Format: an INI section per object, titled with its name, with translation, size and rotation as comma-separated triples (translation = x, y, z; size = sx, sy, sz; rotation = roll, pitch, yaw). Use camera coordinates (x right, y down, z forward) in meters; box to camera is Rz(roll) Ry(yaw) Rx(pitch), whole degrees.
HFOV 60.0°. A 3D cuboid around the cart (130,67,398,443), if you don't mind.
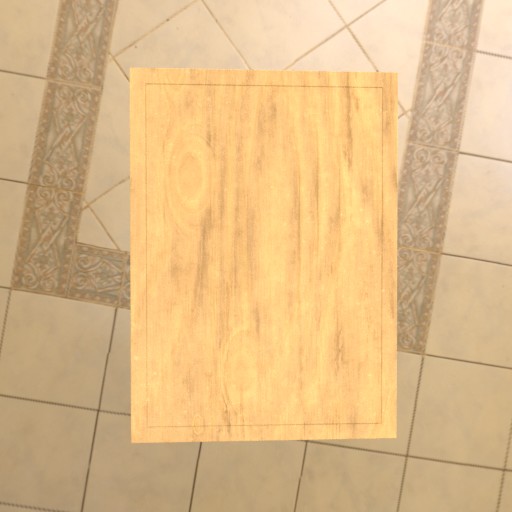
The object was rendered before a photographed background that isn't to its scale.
[cart]
translation = 0.000, 0.000, 1.399
size = 0.567, 0.920, 0.797
rotation = 0, 91, -3
